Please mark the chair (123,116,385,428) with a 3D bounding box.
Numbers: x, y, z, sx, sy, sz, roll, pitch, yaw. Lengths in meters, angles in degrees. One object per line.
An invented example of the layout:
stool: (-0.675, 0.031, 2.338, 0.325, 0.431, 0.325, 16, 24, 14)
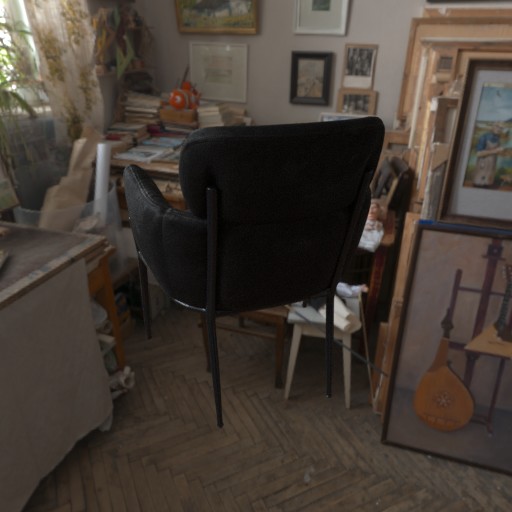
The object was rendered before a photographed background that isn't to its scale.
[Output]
chair: (0.000, 0.000, 1.235, 0.640, 0.818, 0.604, -9, 28, -17)
